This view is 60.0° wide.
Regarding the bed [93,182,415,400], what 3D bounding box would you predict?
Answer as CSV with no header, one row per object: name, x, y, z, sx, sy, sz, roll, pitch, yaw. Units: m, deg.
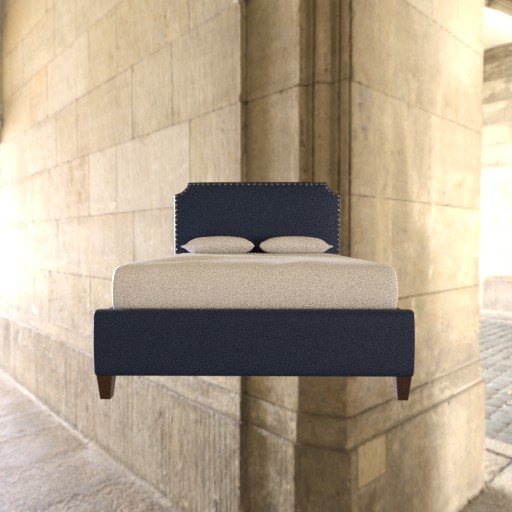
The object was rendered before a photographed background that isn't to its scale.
bed,0.000,0.000,3.463,1.712,1.443,2.372,0,2,1
